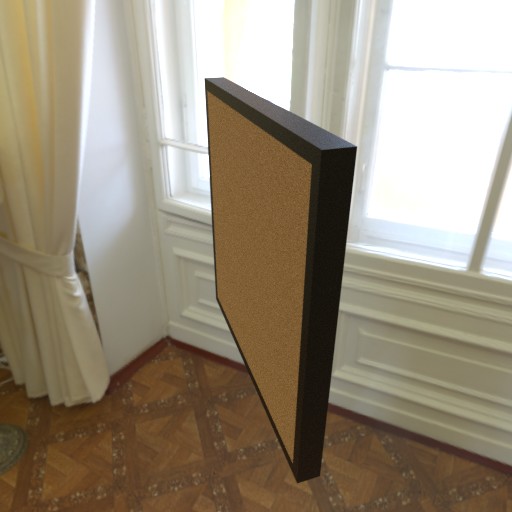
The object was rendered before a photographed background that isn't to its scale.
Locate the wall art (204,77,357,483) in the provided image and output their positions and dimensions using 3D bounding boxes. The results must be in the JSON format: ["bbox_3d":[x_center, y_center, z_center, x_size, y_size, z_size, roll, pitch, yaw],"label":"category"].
[{"bbox_3d":[0.000,0.000,0.758,0.038,0.508,0.508,-9,31,-16],"label":"wall art"}]
